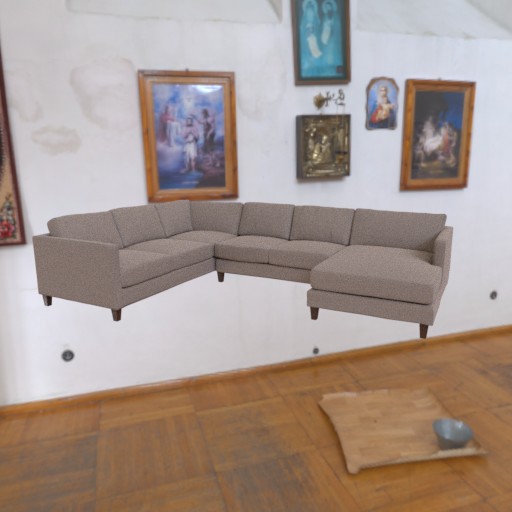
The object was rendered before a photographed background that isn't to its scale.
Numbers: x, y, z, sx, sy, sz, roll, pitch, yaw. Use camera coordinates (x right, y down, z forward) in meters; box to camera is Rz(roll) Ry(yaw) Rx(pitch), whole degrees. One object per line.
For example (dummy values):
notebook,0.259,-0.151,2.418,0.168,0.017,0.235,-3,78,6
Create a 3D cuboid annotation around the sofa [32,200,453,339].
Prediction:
sofa,0.000,0.000,4.422,3.438,0.865,2.424,6,14,27
